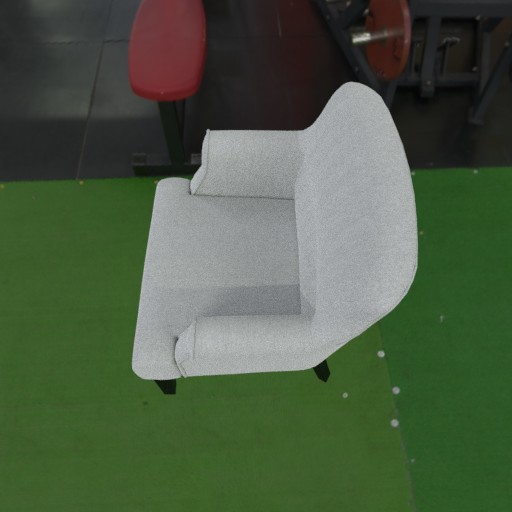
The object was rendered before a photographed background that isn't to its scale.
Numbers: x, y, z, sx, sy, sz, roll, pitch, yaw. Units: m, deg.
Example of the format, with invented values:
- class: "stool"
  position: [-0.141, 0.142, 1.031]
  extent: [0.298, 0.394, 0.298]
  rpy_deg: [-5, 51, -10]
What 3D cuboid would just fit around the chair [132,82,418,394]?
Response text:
- class: "chair"
  position: [0.000, 0.000, 1.440]
  extent: [0.750, 0.875, 0.781]
  rpy_deg: [0, 60, 0]
